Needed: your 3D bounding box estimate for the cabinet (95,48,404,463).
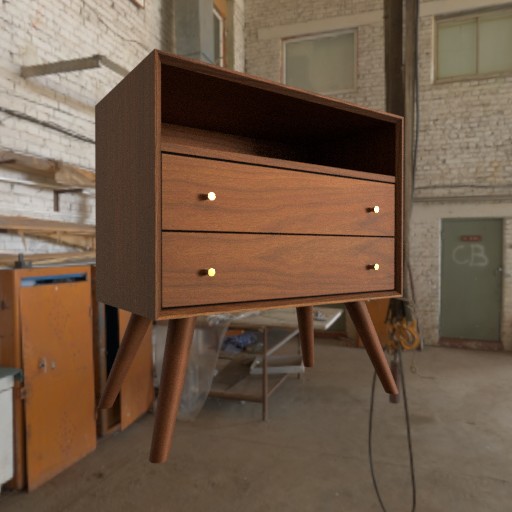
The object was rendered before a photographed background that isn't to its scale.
[{"bbox_3d":[0.000,0.000,1.152,0.712,0.748,0.388,-1,1,-35],"label":"cabinet"}]
